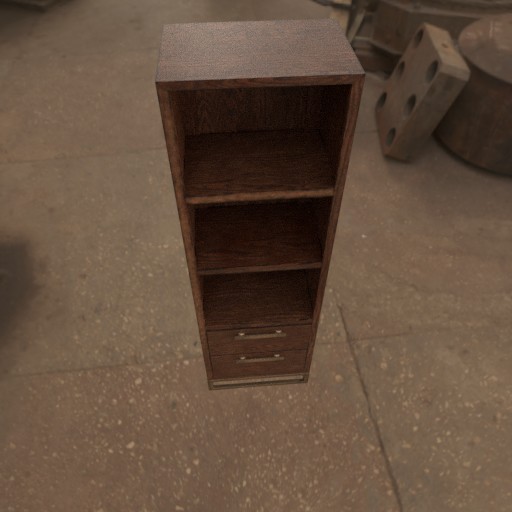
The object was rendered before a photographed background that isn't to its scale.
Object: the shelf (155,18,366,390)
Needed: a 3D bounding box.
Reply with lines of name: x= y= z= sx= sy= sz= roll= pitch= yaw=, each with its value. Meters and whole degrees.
shelf: x=0.000 y=0.000 z=1.879 sx=0.539 sy=1.732 sz=0.395 roll=-3 pitch=48 yaw=-3
